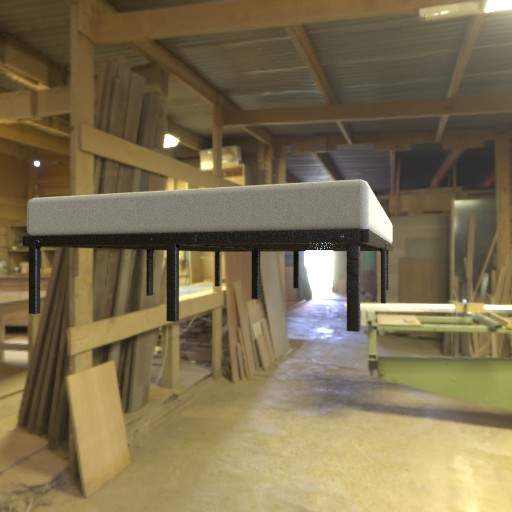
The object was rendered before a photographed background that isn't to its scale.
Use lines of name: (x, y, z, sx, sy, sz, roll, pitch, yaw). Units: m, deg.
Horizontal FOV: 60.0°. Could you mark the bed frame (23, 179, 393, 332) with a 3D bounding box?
bed frame: (0.000, 0.000, 3.506, 1.990, 0.680, 2.635, 0, 0, 19)
